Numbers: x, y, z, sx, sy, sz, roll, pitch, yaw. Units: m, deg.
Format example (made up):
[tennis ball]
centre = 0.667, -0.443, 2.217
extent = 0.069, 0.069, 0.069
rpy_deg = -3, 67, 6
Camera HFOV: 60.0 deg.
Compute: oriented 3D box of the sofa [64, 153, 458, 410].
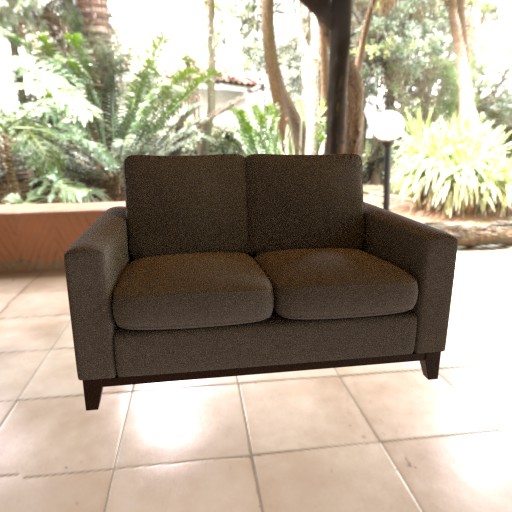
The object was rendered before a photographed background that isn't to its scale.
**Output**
[sofa]
centre = 0.000, 0.000, 1.993
extent = 1.420, 0.873, 0.917
rpy_deg = -2, 15, -9
